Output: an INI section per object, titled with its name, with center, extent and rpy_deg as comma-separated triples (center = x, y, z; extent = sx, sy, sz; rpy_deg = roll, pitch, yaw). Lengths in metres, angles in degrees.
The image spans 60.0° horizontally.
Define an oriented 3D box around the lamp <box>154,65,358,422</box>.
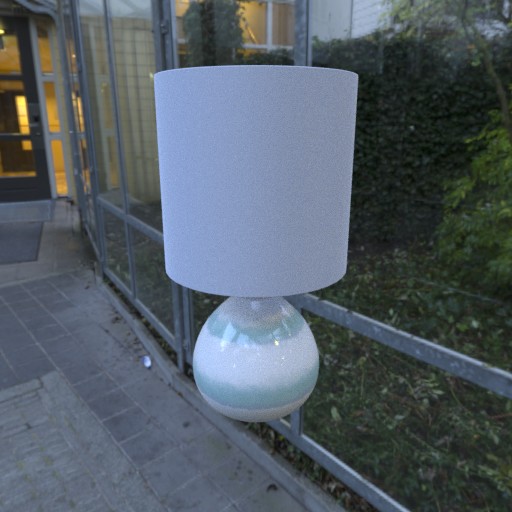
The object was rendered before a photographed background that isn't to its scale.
[lamp]
center = 0.000, 0.000, 0.538
extent = 0.217, 0.404, 0.217
rpy_deg = -8, 19, -26
